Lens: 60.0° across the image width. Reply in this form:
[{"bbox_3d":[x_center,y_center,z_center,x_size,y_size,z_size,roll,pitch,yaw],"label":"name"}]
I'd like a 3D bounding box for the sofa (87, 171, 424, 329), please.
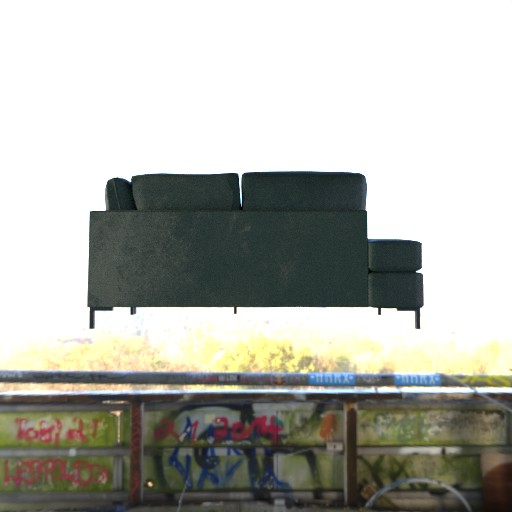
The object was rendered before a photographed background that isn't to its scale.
[{"bbox_3d":[0.000,0.000,4.351,2.048,0.996,3.384,0,-2,0],"label":"sofa"}]
